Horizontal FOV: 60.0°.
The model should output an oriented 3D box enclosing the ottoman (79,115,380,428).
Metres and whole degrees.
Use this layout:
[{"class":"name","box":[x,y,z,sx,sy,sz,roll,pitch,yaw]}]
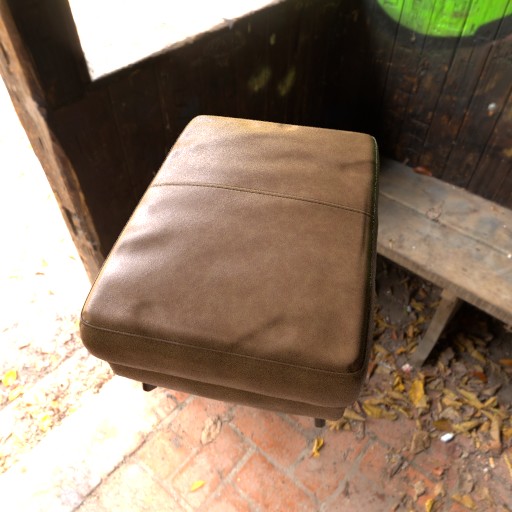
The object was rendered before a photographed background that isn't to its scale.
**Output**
[{"class":"ottoman","box":[0.000,0.000,1.260,0.630,0.461,0.869,9,48,8]}]
